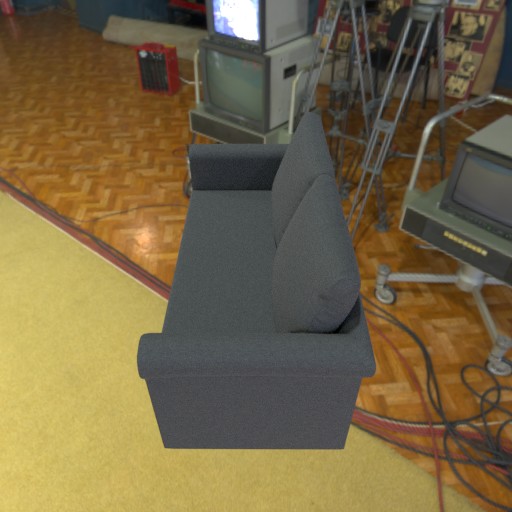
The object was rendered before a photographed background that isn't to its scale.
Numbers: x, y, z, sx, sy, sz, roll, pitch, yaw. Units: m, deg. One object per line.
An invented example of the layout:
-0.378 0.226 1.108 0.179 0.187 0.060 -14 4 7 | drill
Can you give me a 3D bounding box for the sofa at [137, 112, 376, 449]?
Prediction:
0.000 0.000 2.016 0.741 0.872 1.460 0 41 0 | sofa
